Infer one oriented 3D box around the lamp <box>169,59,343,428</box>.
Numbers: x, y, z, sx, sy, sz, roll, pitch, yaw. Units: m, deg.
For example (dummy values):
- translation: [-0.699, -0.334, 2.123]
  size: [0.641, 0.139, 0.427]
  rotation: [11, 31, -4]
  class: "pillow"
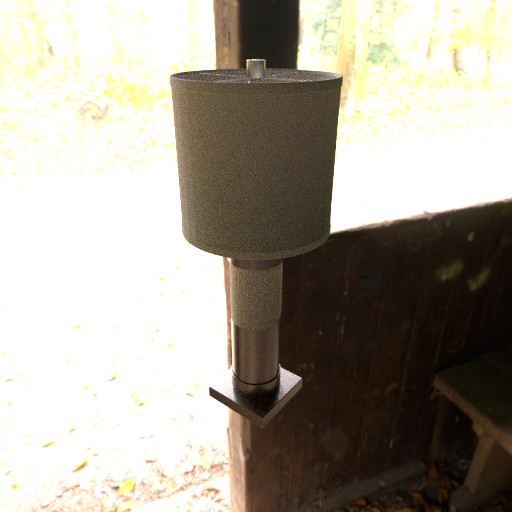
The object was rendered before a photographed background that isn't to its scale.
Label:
- translation: [0.000, 0.000, 0.629]
  size: [0.202, 0.509, 0.202]
  rotation: [19, 32, 33]
  class: "lamp"
